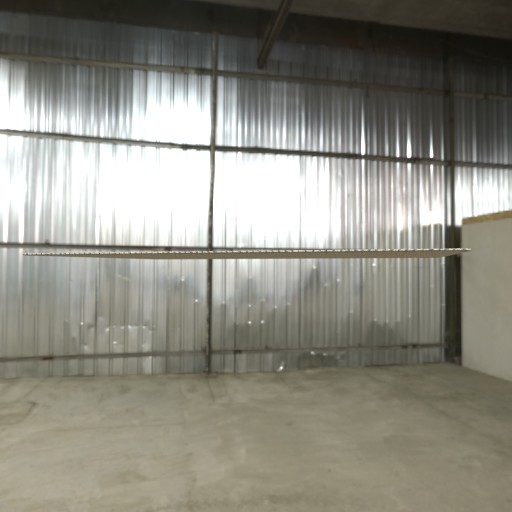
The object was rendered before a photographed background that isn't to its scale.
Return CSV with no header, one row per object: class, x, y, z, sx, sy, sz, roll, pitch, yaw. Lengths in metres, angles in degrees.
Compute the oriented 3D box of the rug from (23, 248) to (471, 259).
rug,0.000,0.000,2.163,1.752,0.008,1.144,0,-1,18
